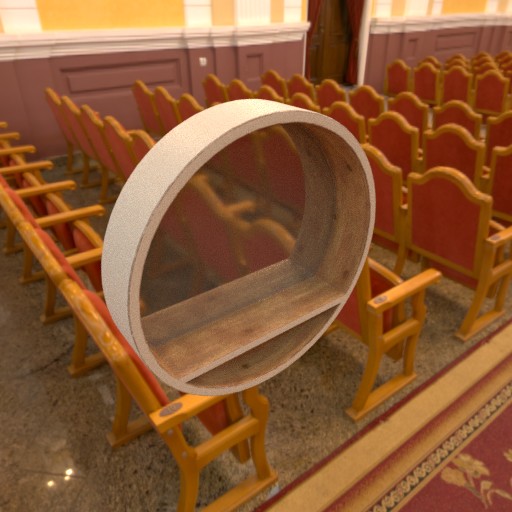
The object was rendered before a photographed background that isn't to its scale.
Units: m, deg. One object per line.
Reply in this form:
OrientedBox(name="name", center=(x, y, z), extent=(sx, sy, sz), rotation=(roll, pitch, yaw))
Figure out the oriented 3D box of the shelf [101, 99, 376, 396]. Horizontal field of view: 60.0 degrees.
OrientedBox(name="shelf", center=(0.000, 0.000, 1.228), extent=(0.806, 0.807, 0.158), rotation=(-21, 36, -31))
